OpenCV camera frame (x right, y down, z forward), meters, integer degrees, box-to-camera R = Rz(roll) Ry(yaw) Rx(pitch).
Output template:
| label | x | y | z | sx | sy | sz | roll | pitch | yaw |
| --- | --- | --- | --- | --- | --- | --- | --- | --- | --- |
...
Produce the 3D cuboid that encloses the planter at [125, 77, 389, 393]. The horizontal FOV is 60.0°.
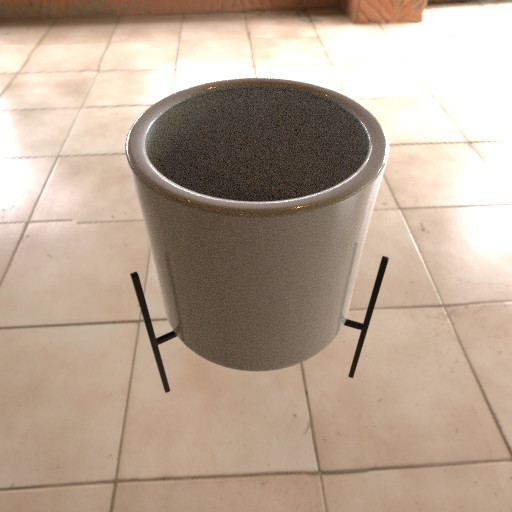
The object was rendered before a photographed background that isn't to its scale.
| label | x | y | z | sx | sy | sz | roll | pitch | yaw |
| --- | --- | --- | --- | --- | --- | --- | --- | --- | --- |
| planter | 0.000 | 0.000 | 0.739 | 0.360 | 0.480 | 0.361 | -3 | 45 | -3 |
